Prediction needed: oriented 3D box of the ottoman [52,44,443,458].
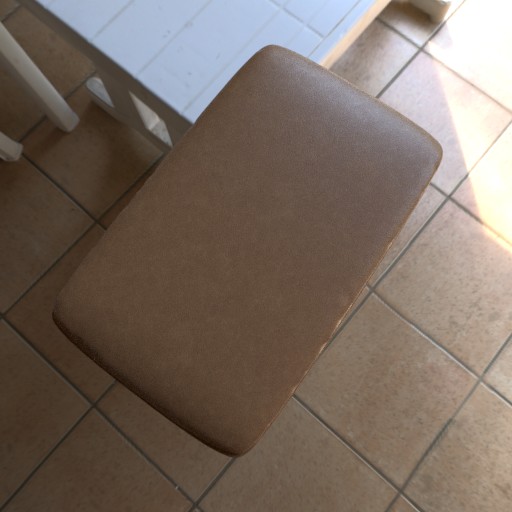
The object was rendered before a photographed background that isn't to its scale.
[{"bbox_3d":[0.000,0.000,0.957,0.420,0.480,0.670,34,79,8],"label":"ottoman"}]
